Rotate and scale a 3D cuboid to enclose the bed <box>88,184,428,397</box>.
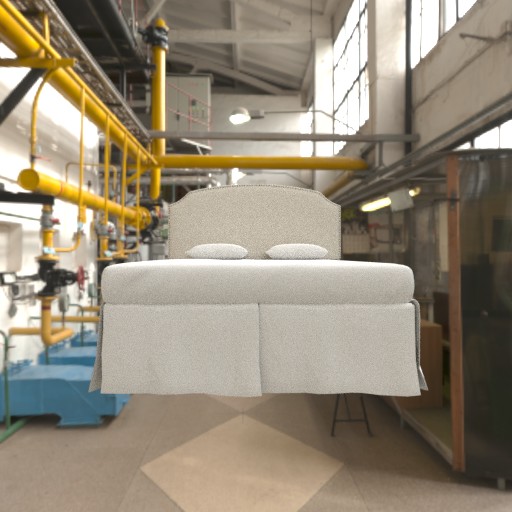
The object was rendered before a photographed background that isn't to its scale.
[{"bbox_3d":[0.000,0.000,2.971,1.558,1.270,1.999,0,0,-1],"label":"bed"}]
